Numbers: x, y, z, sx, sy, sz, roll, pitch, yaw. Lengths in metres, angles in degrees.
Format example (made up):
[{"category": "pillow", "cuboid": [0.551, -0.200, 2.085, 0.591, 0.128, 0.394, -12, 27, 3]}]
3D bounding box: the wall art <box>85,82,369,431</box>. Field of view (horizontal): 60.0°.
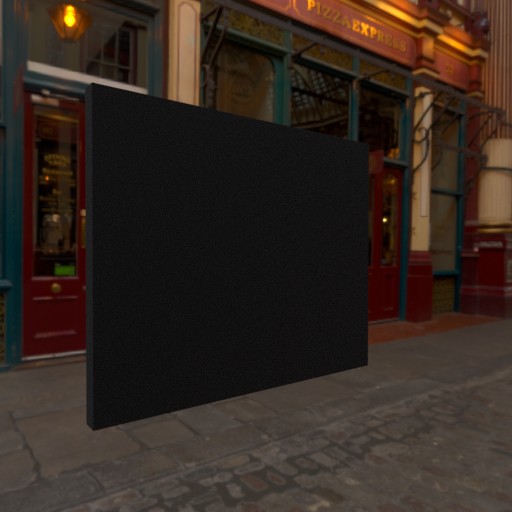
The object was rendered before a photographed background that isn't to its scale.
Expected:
[{"category": "wall art", "cuboid": [0.000, 0.000, 0.760, 0.558, 0.457, 0.031, -1, 1, -37]}]
